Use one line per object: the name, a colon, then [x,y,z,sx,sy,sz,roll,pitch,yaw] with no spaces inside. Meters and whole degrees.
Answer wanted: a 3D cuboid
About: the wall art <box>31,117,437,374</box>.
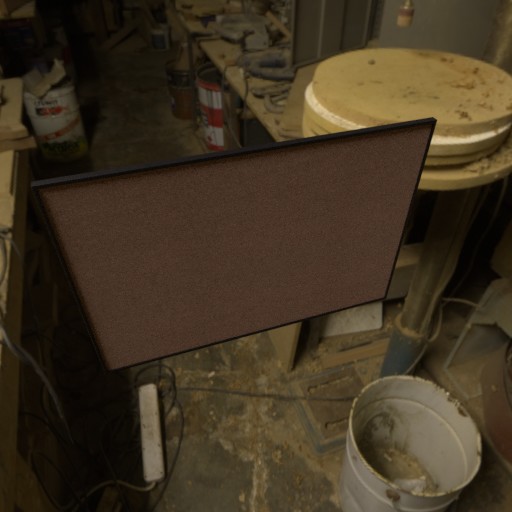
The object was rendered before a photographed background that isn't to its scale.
wall art: [0.000,0.000,1.228,0.957,0.660,0.019,-13,43,-14]
